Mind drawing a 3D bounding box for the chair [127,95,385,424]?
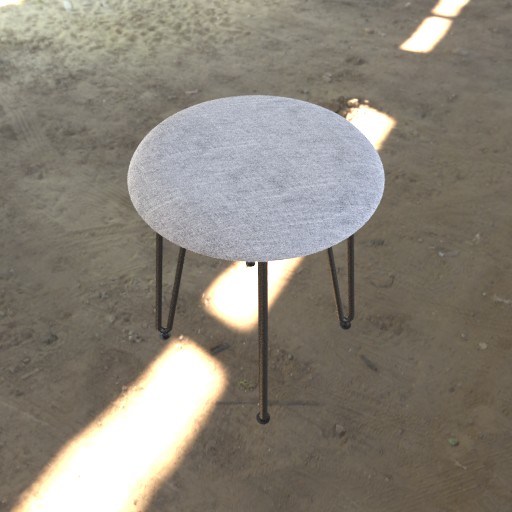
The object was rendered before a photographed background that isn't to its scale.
[{"bbox_3d":[0.000,0.000,0.658,0.350,0.386,0.350,-3,47,-3],"label":"chair"}]
